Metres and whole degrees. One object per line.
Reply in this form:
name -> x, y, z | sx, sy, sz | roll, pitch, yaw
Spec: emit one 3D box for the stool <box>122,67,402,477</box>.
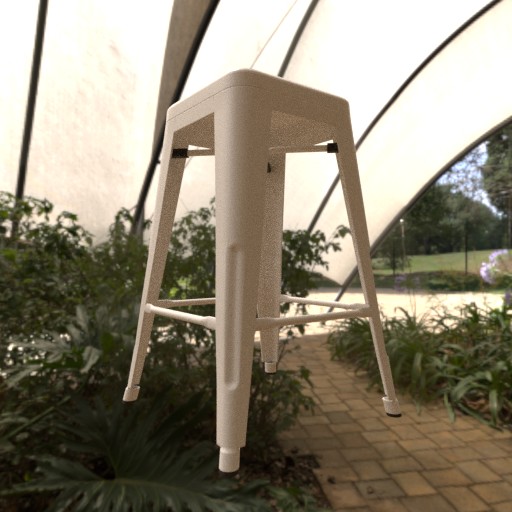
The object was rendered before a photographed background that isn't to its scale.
stool -> 0.000, 0.000, 0.888 | 0.406, 0.610, 0.406 | 0, 0, -37
